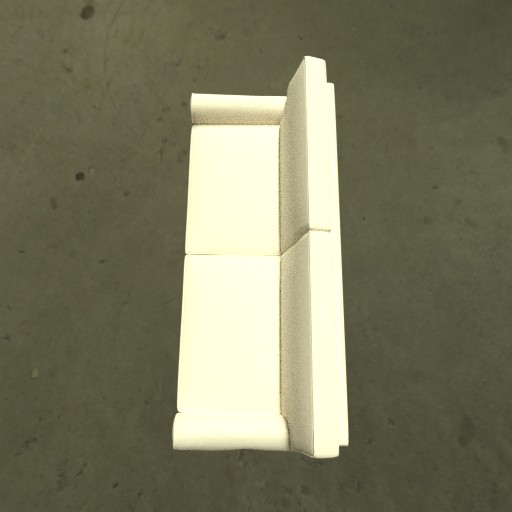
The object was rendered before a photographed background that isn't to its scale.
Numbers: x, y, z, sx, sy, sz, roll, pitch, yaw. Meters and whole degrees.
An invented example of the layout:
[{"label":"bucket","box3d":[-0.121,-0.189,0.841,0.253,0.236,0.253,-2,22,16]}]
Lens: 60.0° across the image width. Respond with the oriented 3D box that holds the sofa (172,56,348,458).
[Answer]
[{"label":"sofa","box3d":[0.000,0.000,2.481,0.862,0.937,2.021,1,75,0]}]
